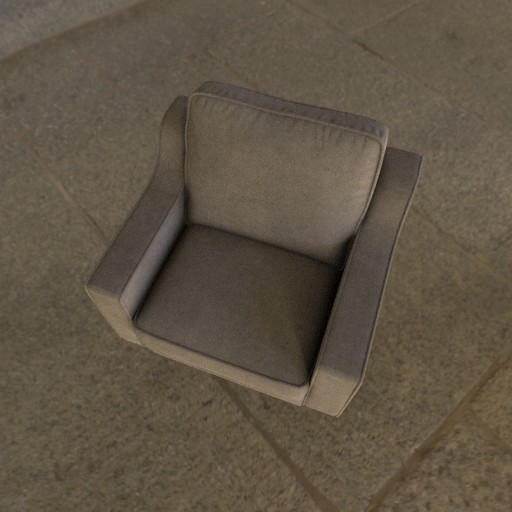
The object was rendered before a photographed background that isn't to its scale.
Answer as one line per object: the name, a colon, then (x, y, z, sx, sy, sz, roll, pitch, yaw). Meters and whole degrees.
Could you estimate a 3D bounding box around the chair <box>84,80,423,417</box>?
chair: (0.000, 0.000, 1.644, 0.926, 0.944, 0.840, 17, 60, 10)
